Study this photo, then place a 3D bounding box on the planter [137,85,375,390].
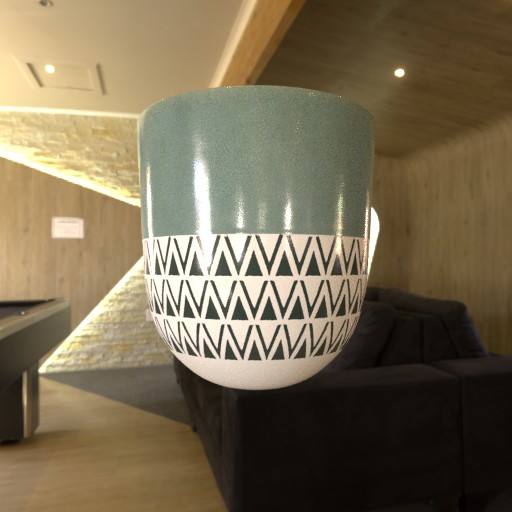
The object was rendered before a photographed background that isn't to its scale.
[{"bbox_3d":[0.000,0.000,0.379,0.198,0.214,0.198,0,-1,0],"label":"planter"}]
